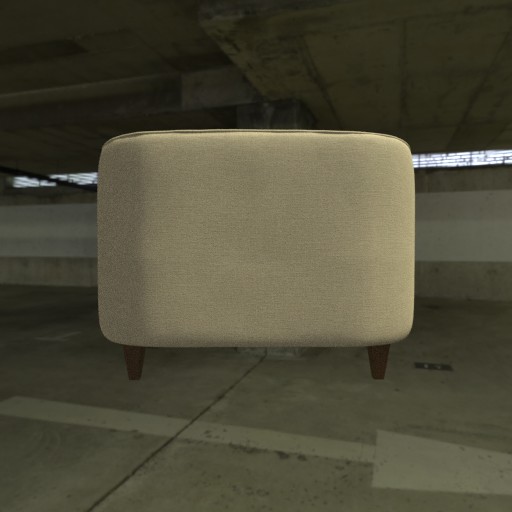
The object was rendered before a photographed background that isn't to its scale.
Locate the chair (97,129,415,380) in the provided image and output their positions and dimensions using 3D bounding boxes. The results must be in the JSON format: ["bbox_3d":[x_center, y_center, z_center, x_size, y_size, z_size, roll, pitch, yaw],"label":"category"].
[{"bbox_3d":[0.000,0.000,1.780,1.118,0.787,0.914,0,1,-1],"label":"chair"}]
